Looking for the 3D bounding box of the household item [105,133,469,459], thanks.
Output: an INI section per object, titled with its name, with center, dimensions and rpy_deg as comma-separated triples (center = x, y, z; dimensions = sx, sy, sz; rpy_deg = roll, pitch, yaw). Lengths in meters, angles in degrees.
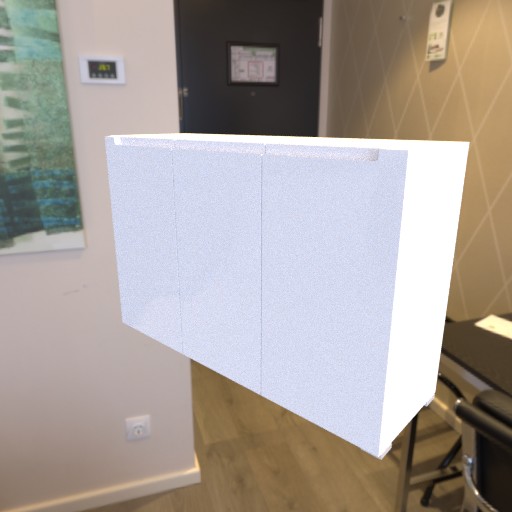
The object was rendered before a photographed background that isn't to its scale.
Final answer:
[household item]
center = 0.000, 0.000, 1.689
dimensions = 1.300, 0.867, 0.420
rpy_deg = 15, 22, 40
